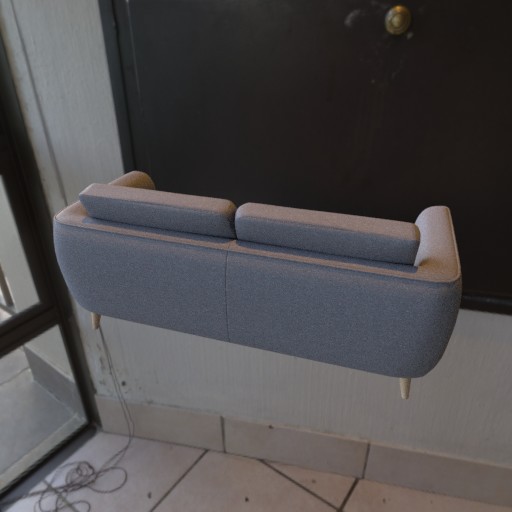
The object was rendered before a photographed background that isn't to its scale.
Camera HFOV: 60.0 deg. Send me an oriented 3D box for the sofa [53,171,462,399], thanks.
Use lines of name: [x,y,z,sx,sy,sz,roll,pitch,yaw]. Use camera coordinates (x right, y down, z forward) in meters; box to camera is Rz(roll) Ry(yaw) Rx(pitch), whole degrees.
sofa: [0.000,0.000,2.469,2.000,0.870,0.920,9,32,15]
